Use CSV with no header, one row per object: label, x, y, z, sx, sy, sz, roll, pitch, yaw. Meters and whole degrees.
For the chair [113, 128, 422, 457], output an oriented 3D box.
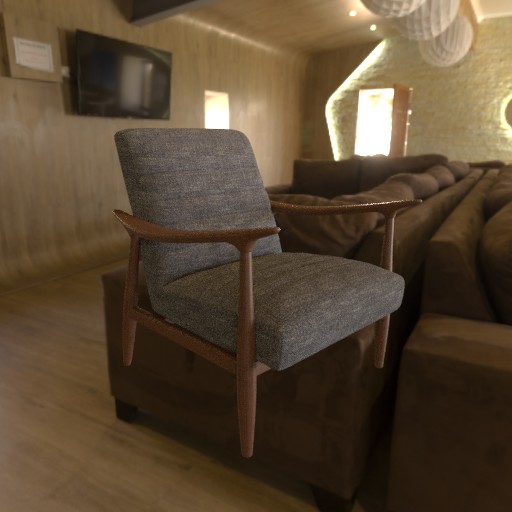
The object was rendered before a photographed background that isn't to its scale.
chair,0.000,0.000,1.470,0.741,0.832,0.798,-14,20,-43
